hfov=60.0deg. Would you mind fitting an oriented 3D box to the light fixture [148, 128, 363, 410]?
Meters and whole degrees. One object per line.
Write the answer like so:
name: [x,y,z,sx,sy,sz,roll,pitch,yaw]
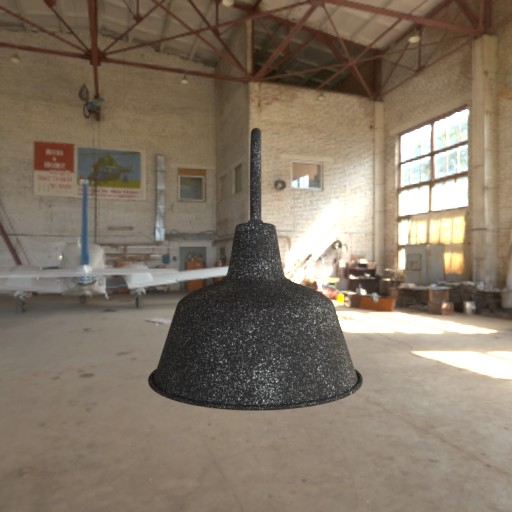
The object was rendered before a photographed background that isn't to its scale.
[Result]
light fixture: [0.000,0.000,0.492,0.216,0.300,0.283,0,-1,1]
